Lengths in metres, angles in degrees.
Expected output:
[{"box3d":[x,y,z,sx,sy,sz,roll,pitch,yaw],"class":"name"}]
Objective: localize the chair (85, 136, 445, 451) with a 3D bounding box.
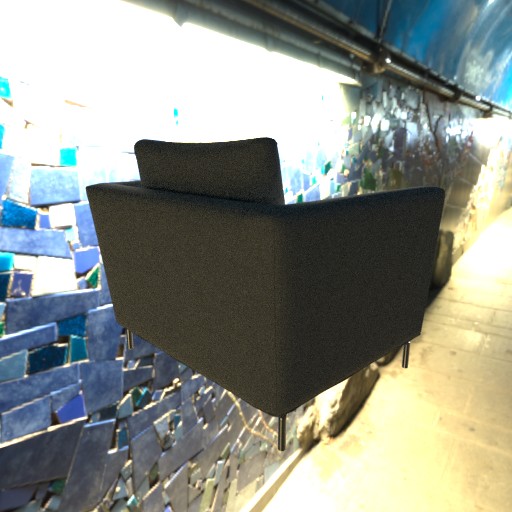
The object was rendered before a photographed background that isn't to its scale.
[{"box3d":[0.000,0.000,1.687,0.889,0.864,1.041,-13,19,-42],"class":"chair"}]
